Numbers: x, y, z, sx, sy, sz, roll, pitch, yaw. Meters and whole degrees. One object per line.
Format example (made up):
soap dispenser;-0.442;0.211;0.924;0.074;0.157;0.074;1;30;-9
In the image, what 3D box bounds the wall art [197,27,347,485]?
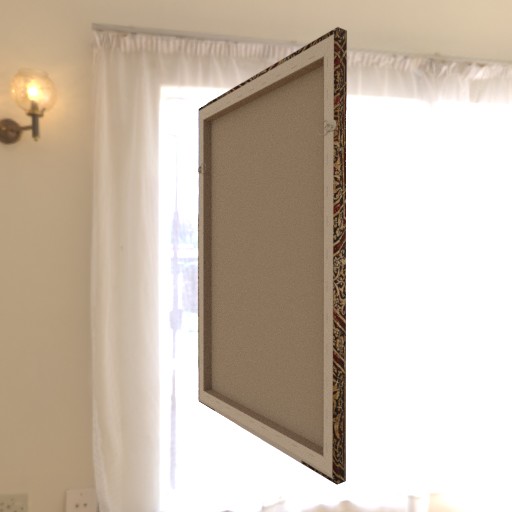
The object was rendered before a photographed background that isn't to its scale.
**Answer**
wall art;0.000;0.000;0.747;0.020;0.599;0.397;0;1;-34
